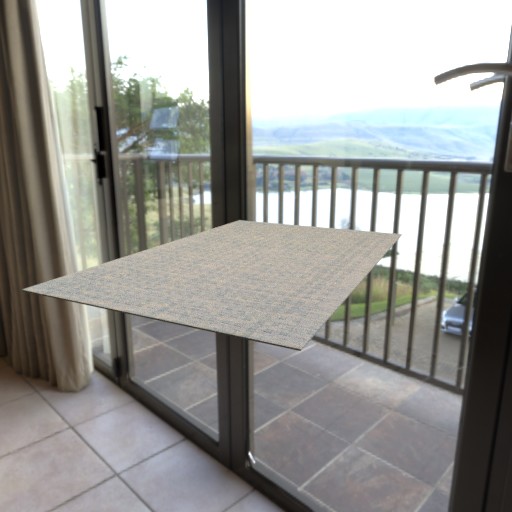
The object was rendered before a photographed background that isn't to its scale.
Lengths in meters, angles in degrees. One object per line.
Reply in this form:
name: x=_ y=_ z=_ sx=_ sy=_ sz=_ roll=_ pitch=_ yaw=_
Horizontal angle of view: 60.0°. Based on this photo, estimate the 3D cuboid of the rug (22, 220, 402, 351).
rug: x=0.000 y=0.000 z=2.218 sx=1.142 sy=0.006 sz=1.752 roll=7 pitch=16 yaw=25
